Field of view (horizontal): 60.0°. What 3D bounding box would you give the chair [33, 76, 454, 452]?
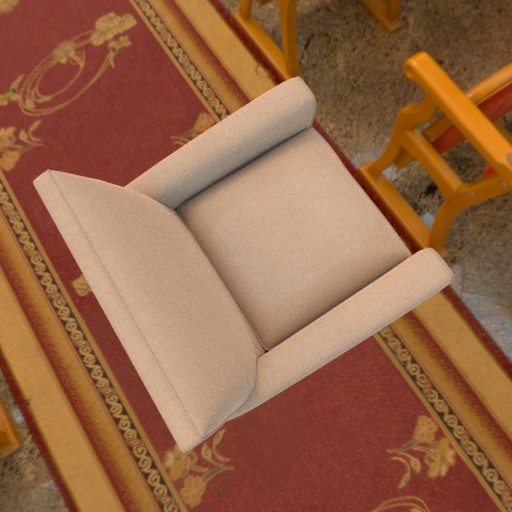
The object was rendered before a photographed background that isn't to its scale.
[{"bbox_3d":[0.000,0.000,1.497,0.871,0.846,0.840,-32,77,-8],"label":"chair"}]
